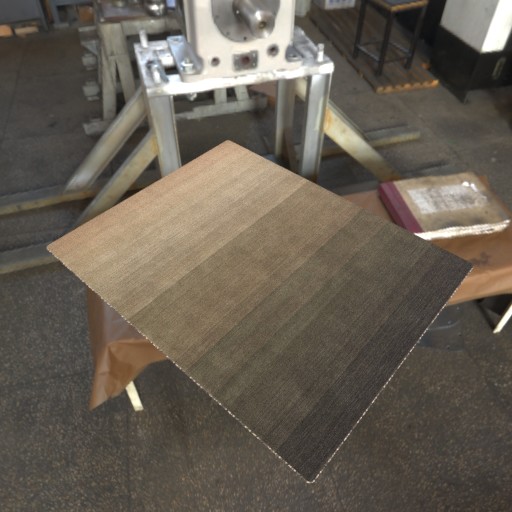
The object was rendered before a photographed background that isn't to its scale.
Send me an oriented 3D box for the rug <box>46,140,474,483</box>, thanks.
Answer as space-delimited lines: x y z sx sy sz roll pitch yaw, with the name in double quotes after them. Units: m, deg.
0.000 0.000 3.810 2.902 0.017 2.306 33 55 27 "rug"
